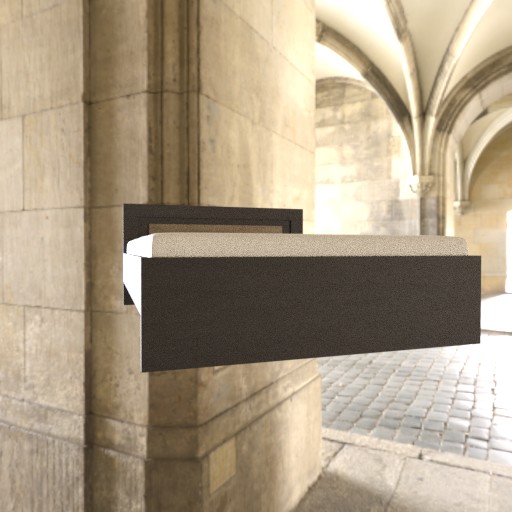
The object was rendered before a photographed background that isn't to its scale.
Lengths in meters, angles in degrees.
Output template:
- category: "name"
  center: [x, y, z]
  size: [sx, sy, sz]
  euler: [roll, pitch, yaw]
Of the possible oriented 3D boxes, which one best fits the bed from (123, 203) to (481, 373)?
- category: "bed"
  center: [0.000, 0.000, 2.857]
  size: [1.585, 0.823, 2.073]
  euler: [0, 1, -19]
